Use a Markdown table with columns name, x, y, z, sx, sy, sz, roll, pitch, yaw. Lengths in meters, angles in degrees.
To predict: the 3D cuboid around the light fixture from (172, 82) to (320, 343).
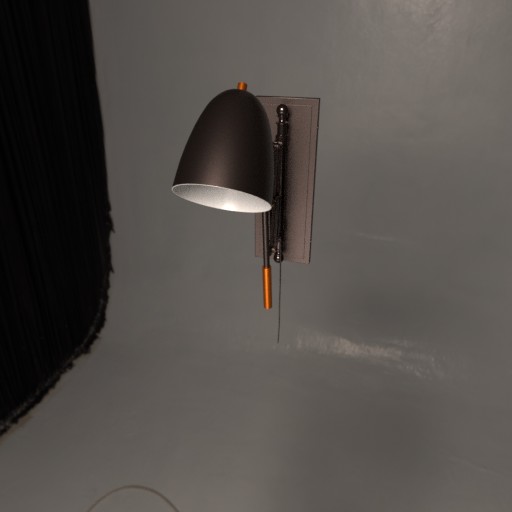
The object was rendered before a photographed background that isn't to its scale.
| name | x | y | z | sx | sy | sz | roll | pitch | yaw |
| --- | --- | --- | --- | --- | --- | --- | --- | --- | --- |
| light fixture | 0.000 | 0.000 | 0.954 | 0.162 | 0.715 | 0.499 | 8 | 28 | 16 |
